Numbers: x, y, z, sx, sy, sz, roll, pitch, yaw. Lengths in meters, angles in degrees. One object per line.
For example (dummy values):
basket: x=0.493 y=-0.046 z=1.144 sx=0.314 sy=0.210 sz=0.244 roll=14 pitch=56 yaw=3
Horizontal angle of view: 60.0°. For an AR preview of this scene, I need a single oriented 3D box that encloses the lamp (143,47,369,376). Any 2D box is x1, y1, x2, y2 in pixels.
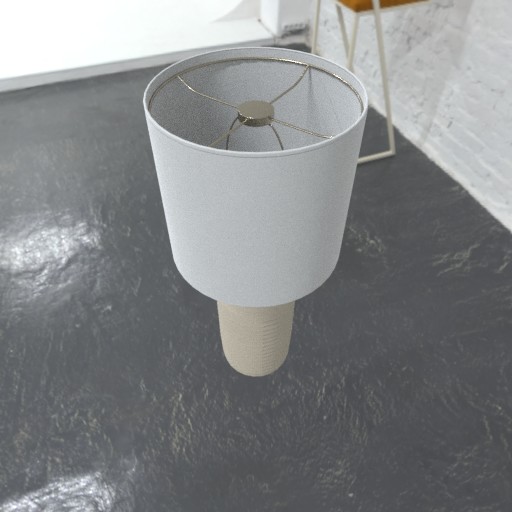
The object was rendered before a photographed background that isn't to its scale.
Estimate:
lamp: x=0.000 y=0.000 z=0.611 sx=0.220 sy=0.475 sz=0.220 roll=-32 pitch=54 yaw=-27
